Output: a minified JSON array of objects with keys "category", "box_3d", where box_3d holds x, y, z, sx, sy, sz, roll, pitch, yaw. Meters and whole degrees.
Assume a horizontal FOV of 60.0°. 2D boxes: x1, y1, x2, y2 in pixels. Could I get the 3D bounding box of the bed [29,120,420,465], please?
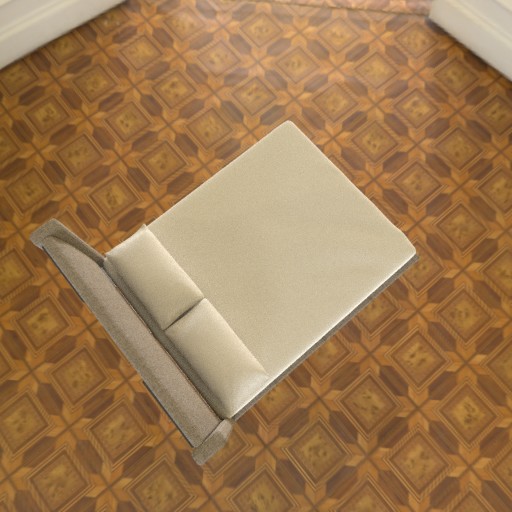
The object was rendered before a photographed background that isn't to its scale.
[{"category":"bed","box_3d":[0.000,0.000,3.449,2.245,1.481,1.714,-39,78,-10]}]
